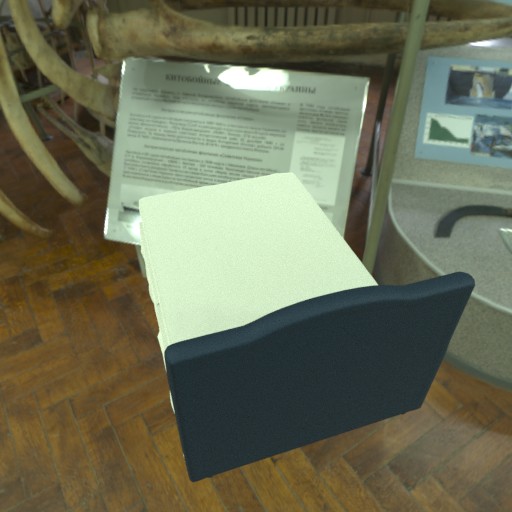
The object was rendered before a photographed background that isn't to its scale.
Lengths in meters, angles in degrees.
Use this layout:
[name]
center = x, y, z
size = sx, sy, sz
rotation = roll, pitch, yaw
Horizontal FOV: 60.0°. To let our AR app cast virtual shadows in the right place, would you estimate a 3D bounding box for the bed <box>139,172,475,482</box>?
[bed]
center = 0.000, 0.000, 3.487
size = 1.741, 1.441, 2.507
rotation = -12, 43, -13
